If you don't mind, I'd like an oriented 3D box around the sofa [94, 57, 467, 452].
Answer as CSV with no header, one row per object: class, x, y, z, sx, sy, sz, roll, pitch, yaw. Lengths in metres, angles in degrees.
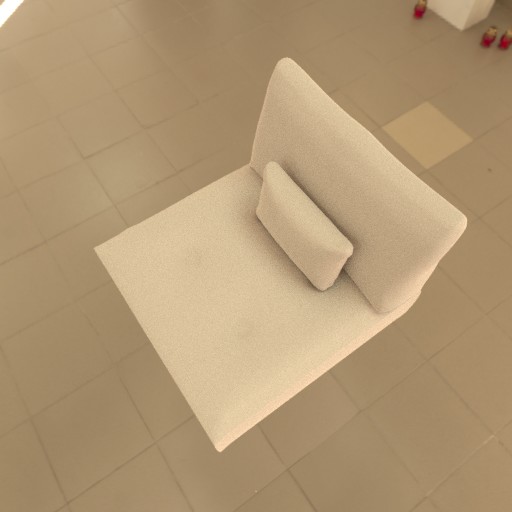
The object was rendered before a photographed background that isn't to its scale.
sofa,0.000,0.000,1.703,1.000,0.828,0.935,-32,67,-16
